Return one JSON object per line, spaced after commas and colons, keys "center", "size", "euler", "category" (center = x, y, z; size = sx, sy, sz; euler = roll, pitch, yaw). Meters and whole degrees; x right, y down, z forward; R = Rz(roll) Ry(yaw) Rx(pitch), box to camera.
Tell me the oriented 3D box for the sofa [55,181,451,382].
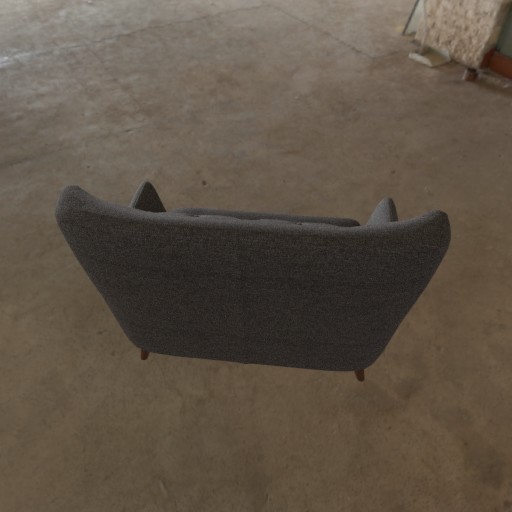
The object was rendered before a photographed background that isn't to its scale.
{"center": [0.000, 0.000, 2.032], "size": [1.358, 1.028, 0.874], "euler": [5, 46, 4], "category": "sofa"}
